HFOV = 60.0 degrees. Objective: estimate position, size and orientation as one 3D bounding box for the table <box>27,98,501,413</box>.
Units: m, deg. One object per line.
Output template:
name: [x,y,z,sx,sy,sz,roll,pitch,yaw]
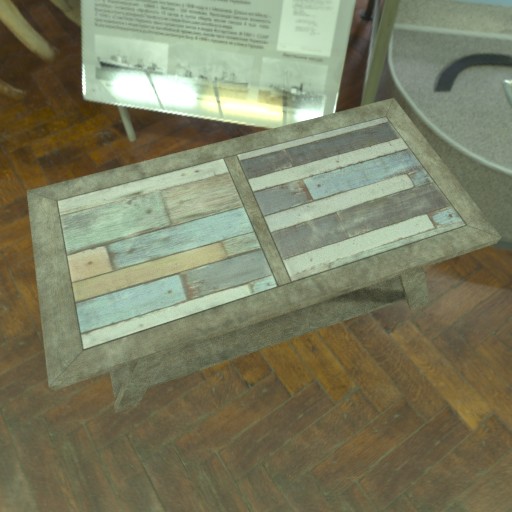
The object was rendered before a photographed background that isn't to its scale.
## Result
table: [0.000,0.000,1.464,1.219,0.470,0.610,-17,60,-10]
